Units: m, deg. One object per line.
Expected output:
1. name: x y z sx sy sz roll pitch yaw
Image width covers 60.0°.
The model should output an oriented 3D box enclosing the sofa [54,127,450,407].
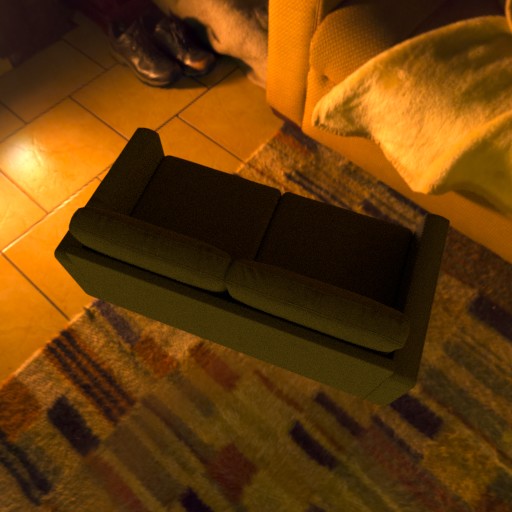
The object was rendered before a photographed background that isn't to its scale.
1. sofa: 0.000 0.000 2.321 1.730 0.897 0.889 19 64 10
